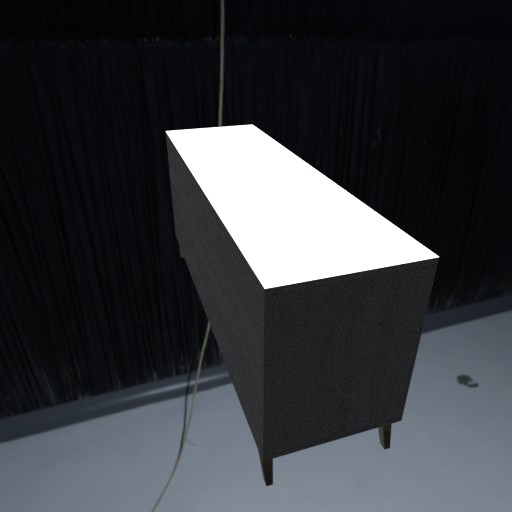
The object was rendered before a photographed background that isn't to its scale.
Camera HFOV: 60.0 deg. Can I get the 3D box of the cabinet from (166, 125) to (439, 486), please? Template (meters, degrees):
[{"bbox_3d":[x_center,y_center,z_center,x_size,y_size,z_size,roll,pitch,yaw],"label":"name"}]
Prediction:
[{"bbox_3d":[0.000,0.000,2.003,0.500,0.780,1.649,-9,30,-16],"label":"cabinet"}]
